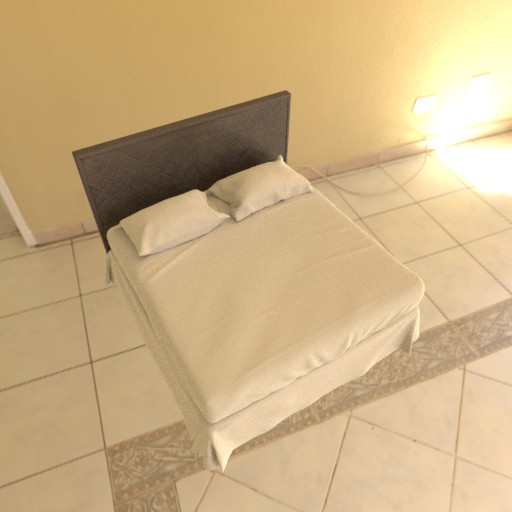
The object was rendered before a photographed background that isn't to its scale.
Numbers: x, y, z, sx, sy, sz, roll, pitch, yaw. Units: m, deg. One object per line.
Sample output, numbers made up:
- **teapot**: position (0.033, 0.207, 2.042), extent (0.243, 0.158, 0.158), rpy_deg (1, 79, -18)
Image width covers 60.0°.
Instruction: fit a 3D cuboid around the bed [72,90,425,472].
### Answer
- **bed**: position (0.000, 0.000, 2.909), extent (1.772, 1.142, 1.785), rpy_deg (-24, 50, -21)
